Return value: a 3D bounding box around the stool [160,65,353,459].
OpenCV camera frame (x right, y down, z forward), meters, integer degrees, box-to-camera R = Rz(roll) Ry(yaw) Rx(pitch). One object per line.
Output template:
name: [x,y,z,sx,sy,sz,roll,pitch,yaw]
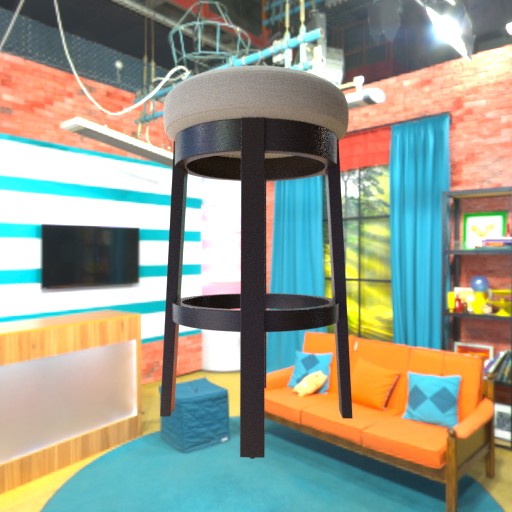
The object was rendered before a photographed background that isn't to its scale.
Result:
stool: [0.000,0.000,1.045,0.446,0.758,0.446,0,0,0]
